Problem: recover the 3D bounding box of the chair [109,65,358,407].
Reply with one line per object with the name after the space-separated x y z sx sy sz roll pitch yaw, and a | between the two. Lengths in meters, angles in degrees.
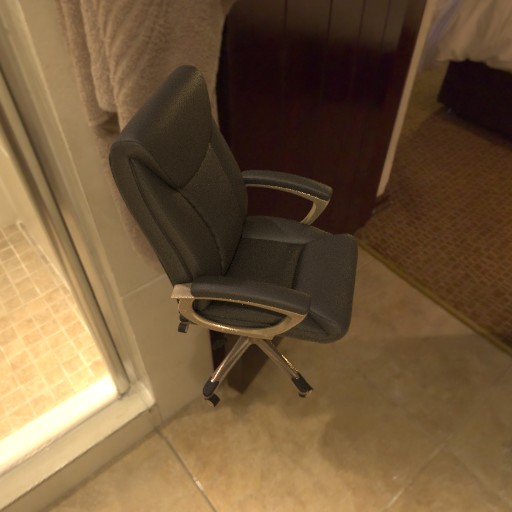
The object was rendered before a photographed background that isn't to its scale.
0.000 0.000 1.640 0.748 1.188 0.694 10 47 9 | chair
